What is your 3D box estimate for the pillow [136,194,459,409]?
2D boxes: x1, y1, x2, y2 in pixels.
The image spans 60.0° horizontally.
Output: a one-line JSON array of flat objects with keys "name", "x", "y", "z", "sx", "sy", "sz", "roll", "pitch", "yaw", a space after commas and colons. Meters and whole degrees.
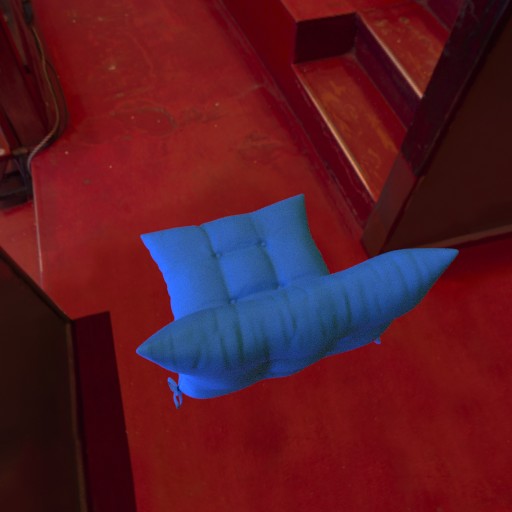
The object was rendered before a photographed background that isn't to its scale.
[{"name": "pillow", "x": 0.000, "y": 0.000, "z": 0.986, "sx": 0.541, "sy": 0.536, "sz": 0.585, "roll": -16, "pitch": 60, "yaw": -9}]
